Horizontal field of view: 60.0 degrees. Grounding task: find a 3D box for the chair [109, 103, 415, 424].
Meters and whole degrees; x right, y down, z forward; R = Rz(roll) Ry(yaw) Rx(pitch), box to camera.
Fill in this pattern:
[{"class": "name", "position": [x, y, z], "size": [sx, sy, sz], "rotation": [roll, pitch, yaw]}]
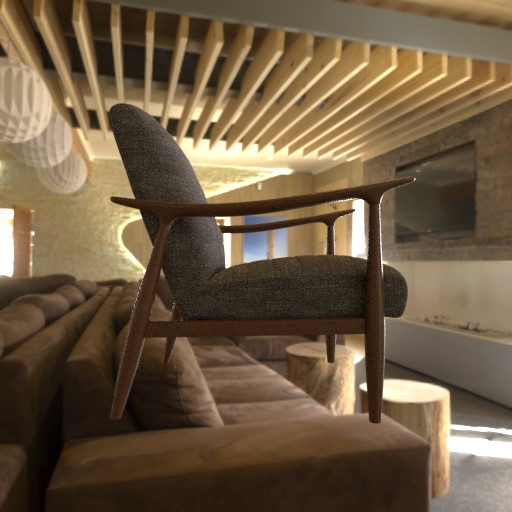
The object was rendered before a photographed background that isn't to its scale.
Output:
[{"class": "chair", "position": [0.000, 0.000, 1.433], "size": [0.798, 0.832, 0.741], "rotation": [0, -1, 0]}]
